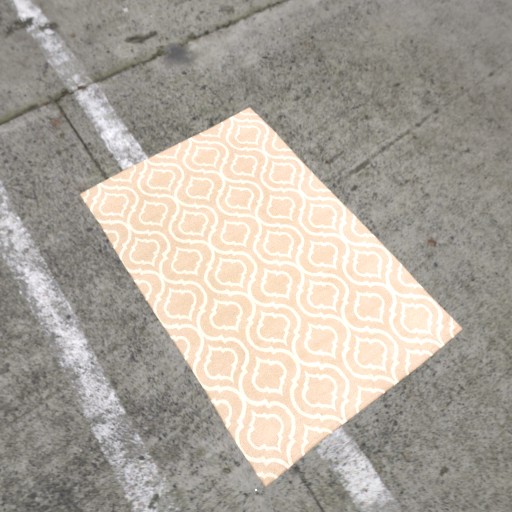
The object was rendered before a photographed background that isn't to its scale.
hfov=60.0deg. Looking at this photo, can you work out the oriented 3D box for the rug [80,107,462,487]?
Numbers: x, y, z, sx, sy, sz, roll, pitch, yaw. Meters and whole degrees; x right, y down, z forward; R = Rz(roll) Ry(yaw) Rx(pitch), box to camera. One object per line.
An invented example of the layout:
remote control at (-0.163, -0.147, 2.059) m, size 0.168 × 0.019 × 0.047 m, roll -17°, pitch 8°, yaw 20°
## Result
rug at (0.000, 0.000, 2.252) m, size 1.152 × 0.013 × 1.761 m, roll -32°, pitch 67°, yaw -16°
